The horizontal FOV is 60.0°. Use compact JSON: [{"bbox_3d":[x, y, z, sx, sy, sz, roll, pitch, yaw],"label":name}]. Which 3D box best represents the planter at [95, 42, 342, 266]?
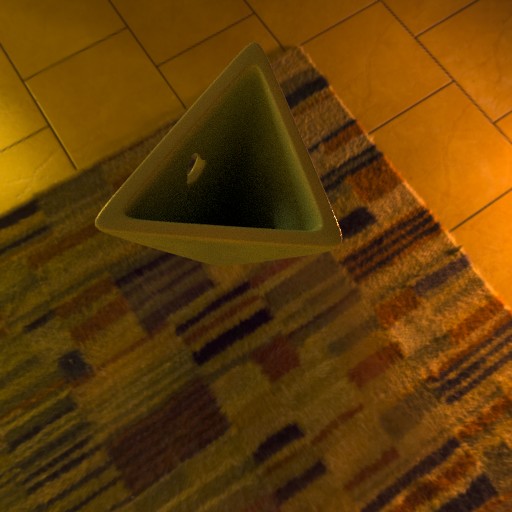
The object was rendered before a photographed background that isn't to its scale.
[{"bbox_3d":[0.000,0.000,0.219,0.064,0.178,0.080,35,78,9],"label":"planter"}]
